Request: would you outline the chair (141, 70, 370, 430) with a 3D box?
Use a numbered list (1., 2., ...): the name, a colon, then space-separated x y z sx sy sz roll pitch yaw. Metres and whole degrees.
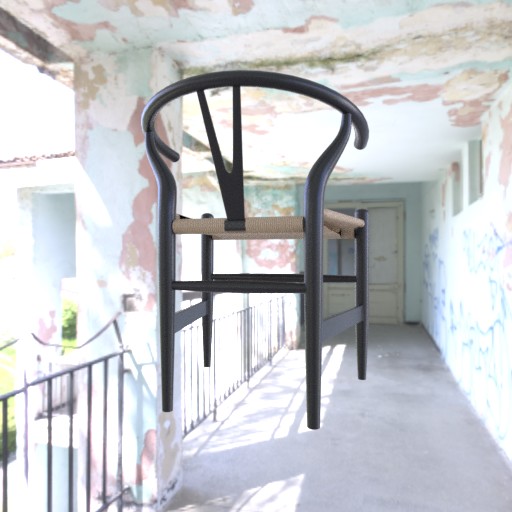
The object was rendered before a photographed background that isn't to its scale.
1. chair: 0.000 0.000 1.150 0.570 0.739 0.570 0 0 17
